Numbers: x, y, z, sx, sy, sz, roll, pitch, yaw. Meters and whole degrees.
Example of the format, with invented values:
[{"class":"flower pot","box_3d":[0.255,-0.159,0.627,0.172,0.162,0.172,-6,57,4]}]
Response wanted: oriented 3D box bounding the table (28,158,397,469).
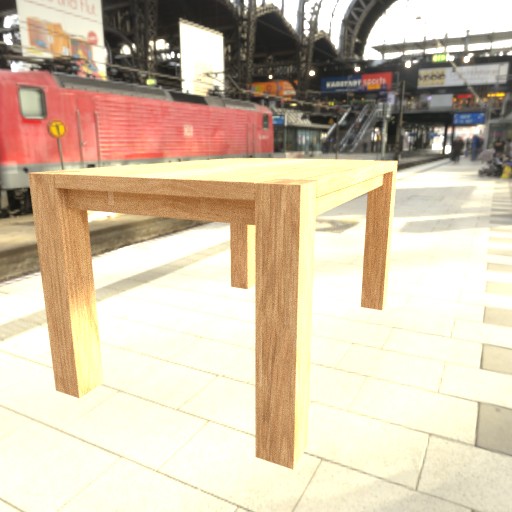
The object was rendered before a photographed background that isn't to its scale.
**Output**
[{"class":"table","box_3d":[0.000,0.000,1.892,0.900,0.760,1.400,7,16,25]}]
